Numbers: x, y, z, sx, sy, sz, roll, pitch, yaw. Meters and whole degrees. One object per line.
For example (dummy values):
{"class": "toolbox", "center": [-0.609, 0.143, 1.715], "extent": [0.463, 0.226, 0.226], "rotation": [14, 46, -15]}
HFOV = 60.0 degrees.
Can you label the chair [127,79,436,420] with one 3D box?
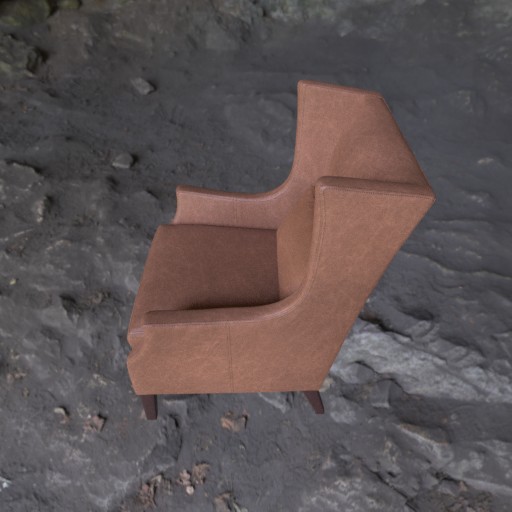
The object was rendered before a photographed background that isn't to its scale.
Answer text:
{"class": "chair", "center": [0.000, 0.000, 1.697], "extent": [0.913, 1.088, 0.815], "rotation": [0, 41, 0]}
